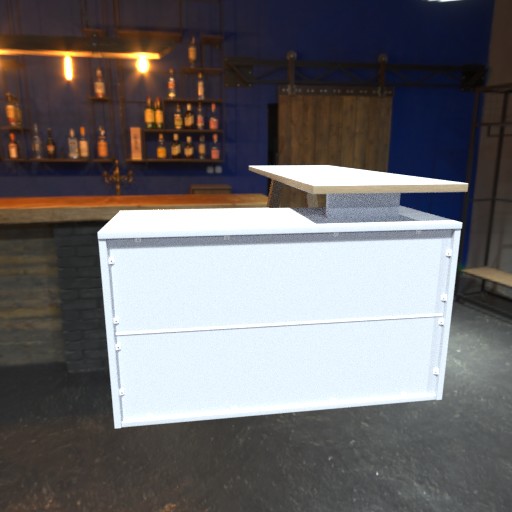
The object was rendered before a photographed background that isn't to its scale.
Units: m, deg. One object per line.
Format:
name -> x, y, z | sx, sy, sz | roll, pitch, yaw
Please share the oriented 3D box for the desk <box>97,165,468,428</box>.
desk -> 0.000, 0.000, 2.034 | 1.098, 0.755, 1.404 | -2, 14, -8
